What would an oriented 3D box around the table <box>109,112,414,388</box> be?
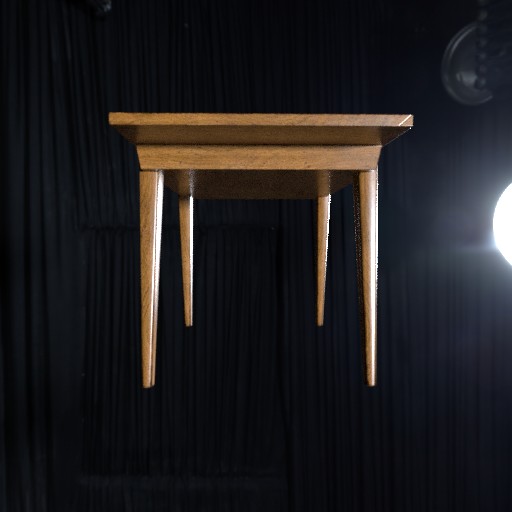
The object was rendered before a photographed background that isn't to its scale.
[{"bbox_3d":[0.000,0.000,1.813,0.757,0.760,1.400,0,2,-1],"label":"table"}]
